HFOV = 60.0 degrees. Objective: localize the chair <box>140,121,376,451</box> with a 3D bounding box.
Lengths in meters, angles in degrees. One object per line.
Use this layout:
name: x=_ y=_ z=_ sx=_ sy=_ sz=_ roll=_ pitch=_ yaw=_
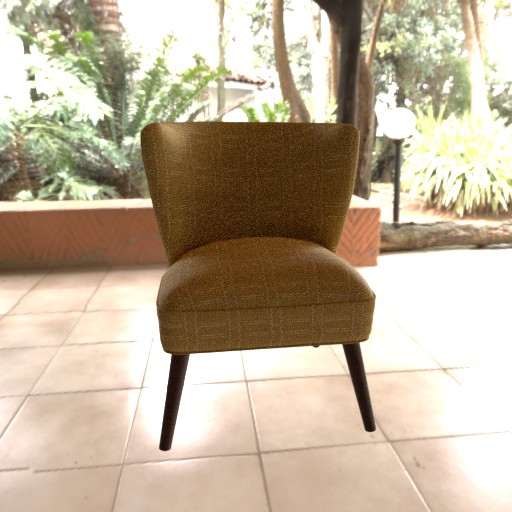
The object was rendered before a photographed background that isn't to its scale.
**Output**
chair: x=0.000 y=0.000 z=1.466 sx=0.706 sy=0.866 sz=0.758 roll=-2 pitch=16 yaw=-8
